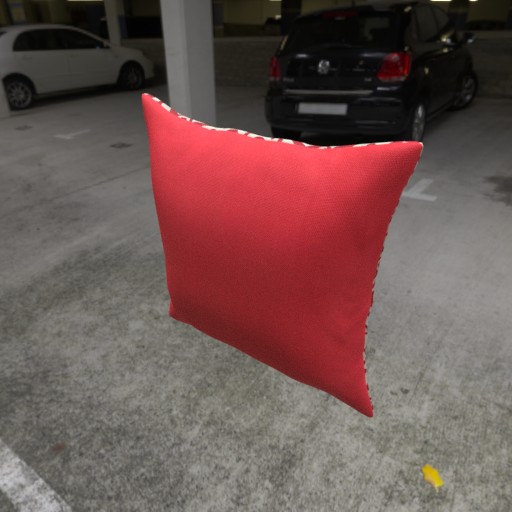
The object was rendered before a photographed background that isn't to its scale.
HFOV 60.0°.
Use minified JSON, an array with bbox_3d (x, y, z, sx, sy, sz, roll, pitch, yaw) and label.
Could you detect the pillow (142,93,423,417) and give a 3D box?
[{"bbox_3d":[0.000,0.000,0.806,0.522,0.507,0.192,21,36,31],"label":"pillow"}]
